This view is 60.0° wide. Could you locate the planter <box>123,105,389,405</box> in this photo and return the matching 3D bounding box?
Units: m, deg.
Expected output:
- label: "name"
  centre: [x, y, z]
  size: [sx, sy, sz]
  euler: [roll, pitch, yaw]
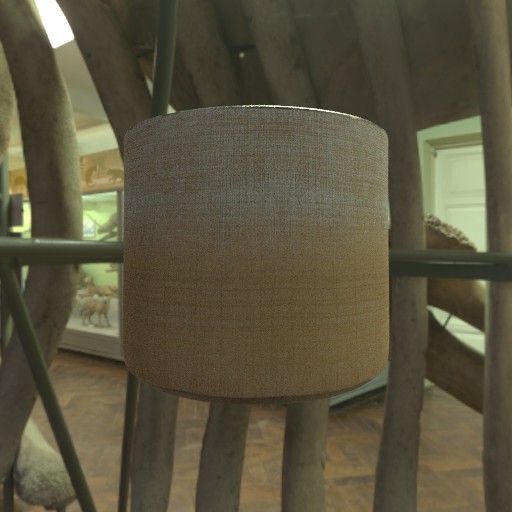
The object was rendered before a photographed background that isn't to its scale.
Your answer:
- label: "planter"
  centre: [0.000, 0.000, 0.439]
  size: [0.254, 0.221, 0.254]
  euler: [0, 2, 0]
